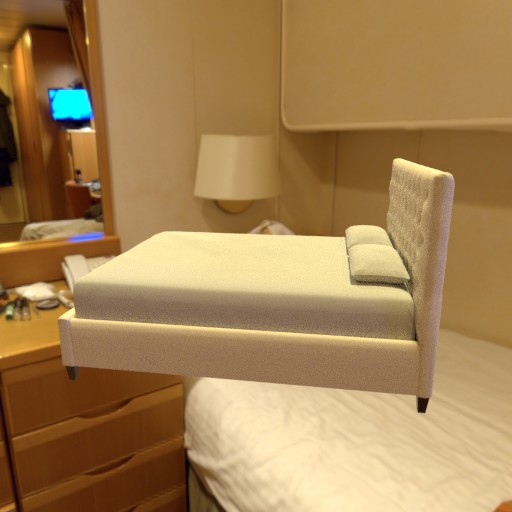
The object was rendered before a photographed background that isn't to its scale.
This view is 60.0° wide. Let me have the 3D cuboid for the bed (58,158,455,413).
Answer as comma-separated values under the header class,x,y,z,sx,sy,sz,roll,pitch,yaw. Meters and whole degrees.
class,x,y,z,sx,sy,sz,roll,pitch,yaw
bed,0.000,0.000,3.441,2.387,1.427,1.698,2,15,9
